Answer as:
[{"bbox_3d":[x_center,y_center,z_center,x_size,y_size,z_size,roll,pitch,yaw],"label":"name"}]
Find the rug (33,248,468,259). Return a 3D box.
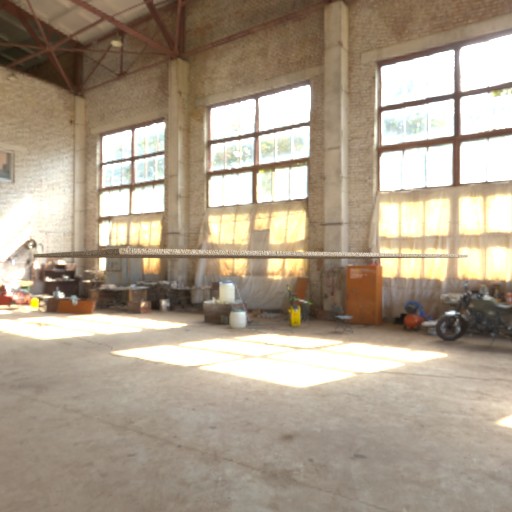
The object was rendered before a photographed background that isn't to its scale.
[{"bbox_3d":[0.000,0.000,3.305,2.699,0.025,1.800,1,-1,-37],"label":"rug"}]
